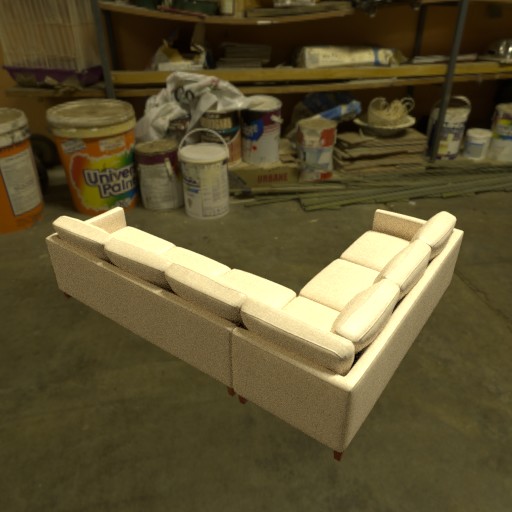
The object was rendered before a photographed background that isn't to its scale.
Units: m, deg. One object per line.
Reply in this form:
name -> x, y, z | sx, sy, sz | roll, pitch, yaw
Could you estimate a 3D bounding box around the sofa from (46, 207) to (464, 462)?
sofa -> 0.000, 0.000, 4.471 | 3.302, 0.947, 2.593 | 21, 37, 30
